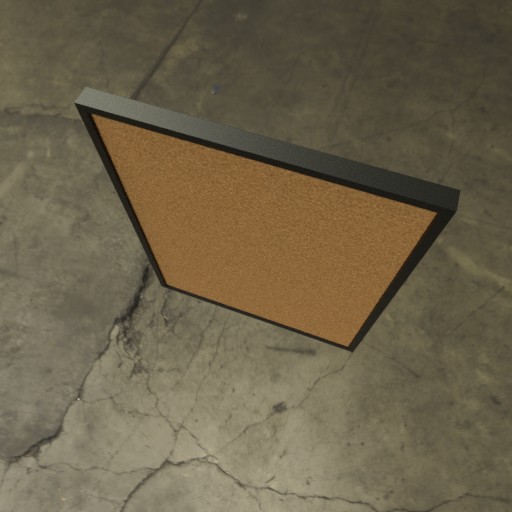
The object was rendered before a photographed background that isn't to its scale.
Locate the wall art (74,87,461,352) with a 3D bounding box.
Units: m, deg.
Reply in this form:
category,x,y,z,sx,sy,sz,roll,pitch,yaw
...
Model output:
category,x,y,z,sx,sy,sz,roll,pitch,yaw
wall art,0.000,0.000,0.754,0.457,0.559,0.029,18,64,9
